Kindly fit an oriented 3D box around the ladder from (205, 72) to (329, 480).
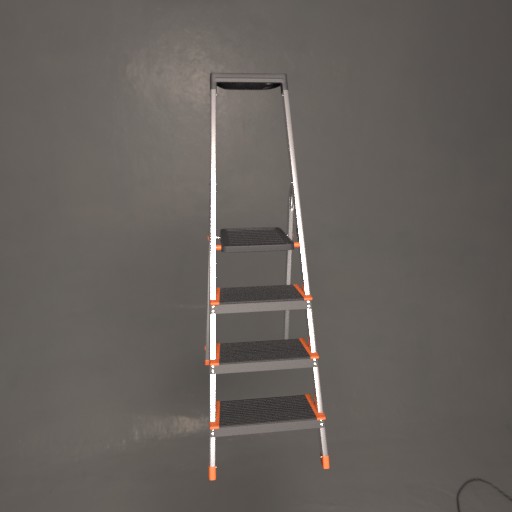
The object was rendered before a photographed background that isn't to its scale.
[{"bbox_3d":[0.000,0.000,1.815,0.452,1.429,0.834,-2,17,-7],"label":"ladder"}]
